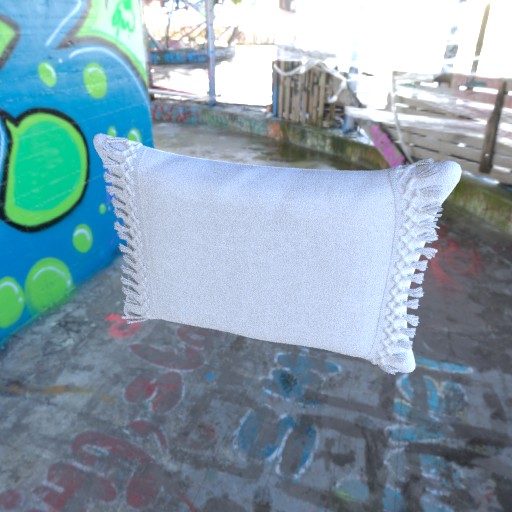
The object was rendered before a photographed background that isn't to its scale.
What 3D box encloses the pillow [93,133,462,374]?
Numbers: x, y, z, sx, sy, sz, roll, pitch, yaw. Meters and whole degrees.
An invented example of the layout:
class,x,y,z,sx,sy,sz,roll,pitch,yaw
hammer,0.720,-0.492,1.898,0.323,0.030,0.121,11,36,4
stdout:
class,x,y,z,sx,sy,sz,roll,pitch,yaw
pillow,0.000,0.000,0.608,0.466,0.305,0.084,9,29,16
